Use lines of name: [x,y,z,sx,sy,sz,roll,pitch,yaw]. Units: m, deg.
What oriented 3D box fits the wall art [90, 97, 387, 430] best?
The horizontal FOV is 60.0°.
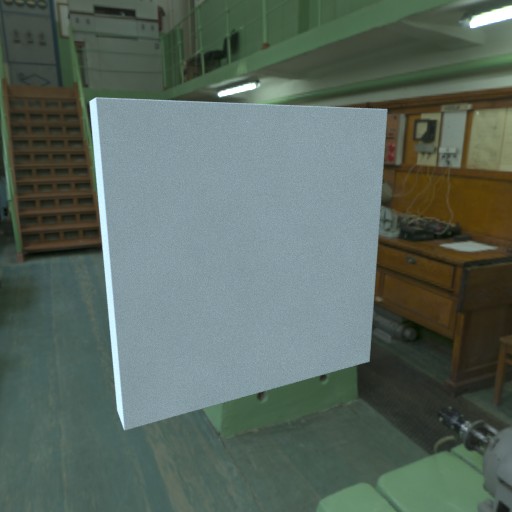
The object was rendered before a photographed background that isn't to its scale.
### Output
wall art: [0.000,0.000,0.473,0.305,0.305,0.038,-7,16,-26]
